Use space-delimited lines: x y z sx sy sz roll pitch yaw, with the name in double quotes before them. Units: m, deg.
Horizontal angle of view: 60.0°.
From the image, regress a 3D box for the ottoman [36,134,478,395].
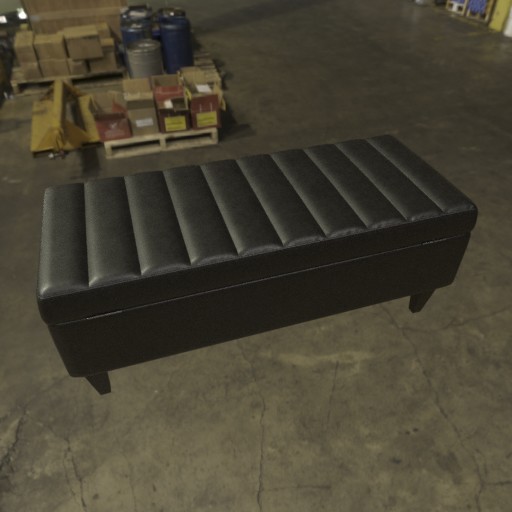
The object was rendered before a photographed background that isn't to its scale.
"ottoman" 0.000 0.000 1.376 1.151 0.469 0.482 -12 43 -13
